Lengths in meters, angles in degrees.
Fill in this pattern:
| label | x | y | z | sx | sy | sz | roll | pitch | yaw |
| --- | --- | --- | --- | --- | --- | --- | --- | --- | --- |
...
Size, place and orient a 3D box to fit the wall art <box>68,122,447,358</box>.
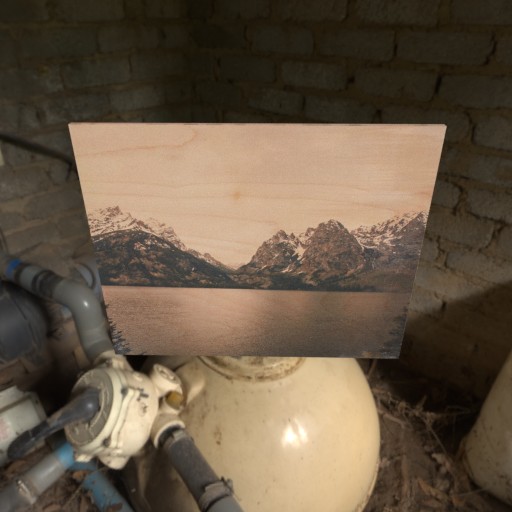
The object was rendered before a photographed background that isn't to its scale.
| label | x | y | z | sx | sy | sz | roll | pitch | yaw |
| --- | --- | --- | --- | --- | --- | --- | --- | --- | --- |
| wall art | 0.000 | 0.000 | 0.699 | 0.508 | 0.408 | 0.010 | 1 | 29 | 1 |
